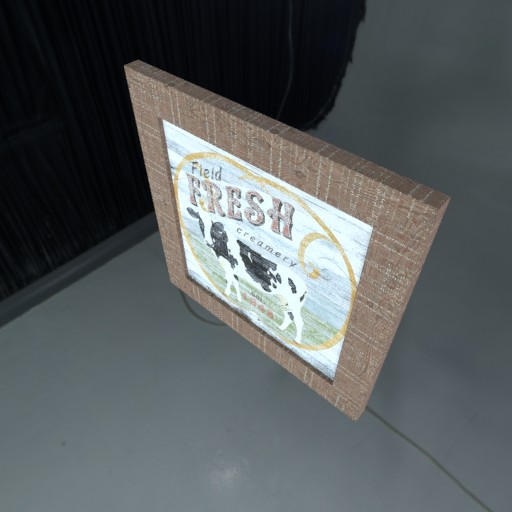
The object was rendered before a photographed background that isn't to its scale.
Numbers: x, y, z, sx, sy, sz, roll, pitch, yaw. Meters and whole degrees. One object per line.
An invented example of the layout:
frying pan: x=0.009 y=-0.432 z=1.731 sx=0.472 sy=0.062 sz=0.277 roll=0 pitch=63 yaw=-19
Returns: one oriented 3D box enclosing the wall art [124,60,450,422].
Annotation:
wall art: x=0.000 y=0.000 z=0.781 sx=0.531 sy=0.531 sz=0.029 roll=32 pitch=54 yaw=27
